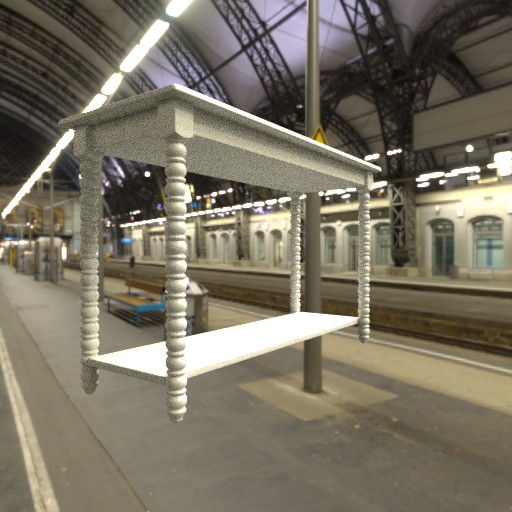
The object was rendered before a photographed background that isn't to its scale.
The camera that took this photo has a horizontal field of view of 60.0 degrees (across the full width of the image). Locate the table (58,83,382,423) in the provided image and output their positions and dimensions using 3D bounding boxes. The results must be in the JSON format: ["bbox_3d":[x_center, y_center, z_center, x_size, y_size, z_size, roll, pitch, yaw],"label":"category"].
[{"bbox_3d":[0.000,0.000,1.533,0.459,0.740,1.184,1,1,36],"label":"table"}]
